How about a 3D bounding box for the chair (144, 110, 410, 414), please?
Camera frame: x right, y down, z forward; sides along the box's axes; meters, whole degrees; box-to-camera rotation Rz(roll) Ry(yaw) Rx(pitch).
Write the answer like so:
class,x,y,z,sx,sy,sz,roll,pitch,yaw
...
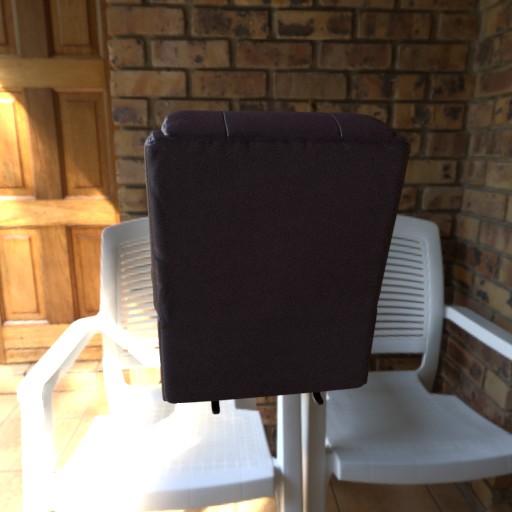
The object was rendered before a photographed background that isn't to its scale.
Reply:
class,x,y,z,sx,sy,sz,roll,pitch,yaw
chair,0.000,0.000,1.784,0.838,1.054,1.014,-2,13,-9
